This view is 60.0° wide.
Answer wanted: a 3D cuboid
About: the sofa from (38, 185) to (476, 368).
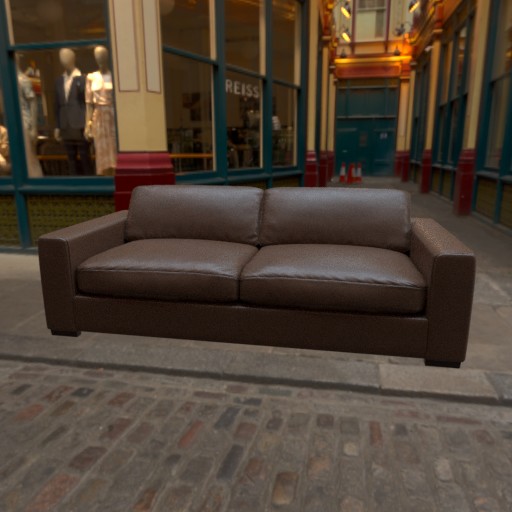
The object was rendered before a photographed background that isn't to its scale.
[{"bbox_3d":[0.000,0.000,2.740,2.262,0.801,1.070,3,14,10],"label":"sofa"}]
